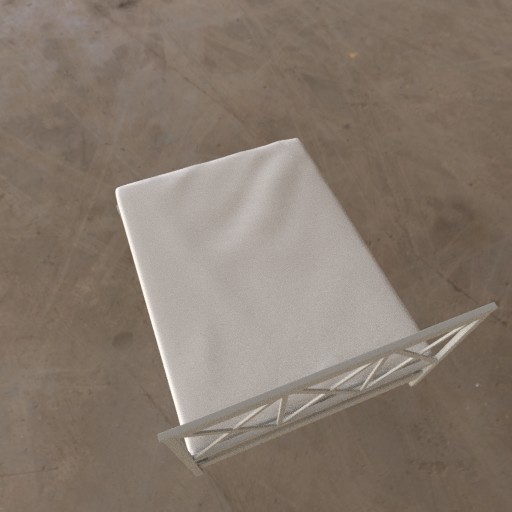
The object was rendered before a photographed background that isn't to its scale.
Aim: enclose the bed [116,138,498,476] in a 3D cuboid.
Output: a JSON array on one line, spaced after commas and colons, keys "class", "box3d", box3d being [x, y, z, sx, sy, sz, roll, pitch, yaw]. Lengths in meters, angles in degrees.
[{"class": "bed", "box3d": [0.000, 0.000, 3.031, 1.673, 1.253, 2.135, -18, 59, -11]}]
